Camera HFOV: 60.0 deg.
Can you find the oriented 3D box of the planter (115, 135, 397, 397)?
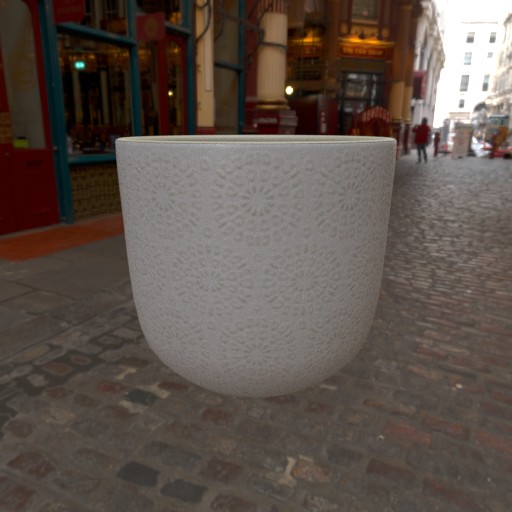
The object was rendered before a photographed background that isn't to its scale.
[{"bbox_3d":[0.000,0.000,0.368,0.208,0.190,0.208,0,16,0],"label":"planter"}]
